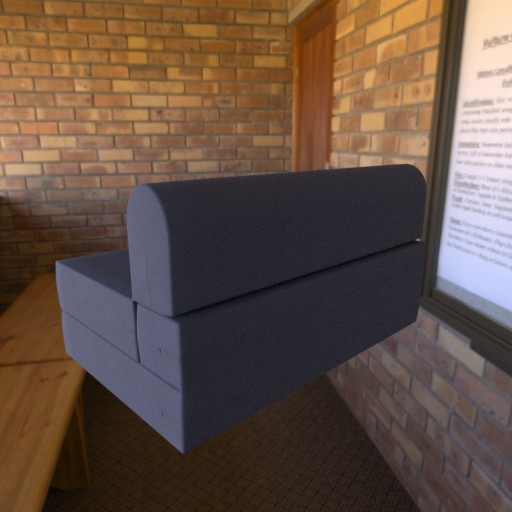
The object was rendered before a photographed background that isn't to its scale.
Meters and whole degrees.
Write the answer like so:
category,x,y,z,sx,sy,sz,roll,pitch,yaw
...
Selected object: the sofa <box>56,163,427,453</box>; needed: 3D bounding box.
category,x,y,z,sx,sy,sz,roll,pitch,yaw
sofa,0.000,0.000,1.670,1.219,0.660,0.762,-14,20,-42
